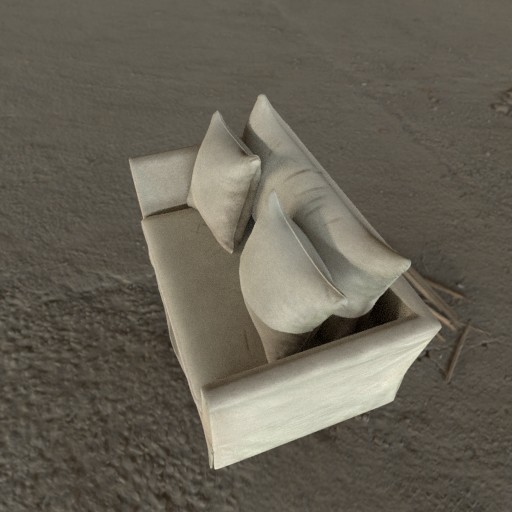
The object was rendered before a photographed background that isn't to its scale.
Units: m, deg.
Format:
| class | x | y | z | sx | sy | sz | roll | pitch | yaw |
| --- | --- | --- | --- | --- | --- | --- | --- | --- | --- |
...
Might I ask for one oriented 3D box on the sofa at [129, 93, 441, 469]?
| class | x | y | z | sx | sy | sz | roll | pitch | yaw |
| --- | --- | --- | --- | --- | --- | --- | --- | --- | --- |
| sofa | 0.000 | 0.000 | 2.286 | 1.035 | 1.040 | 1.608 | -15 | 48 | -14 |
